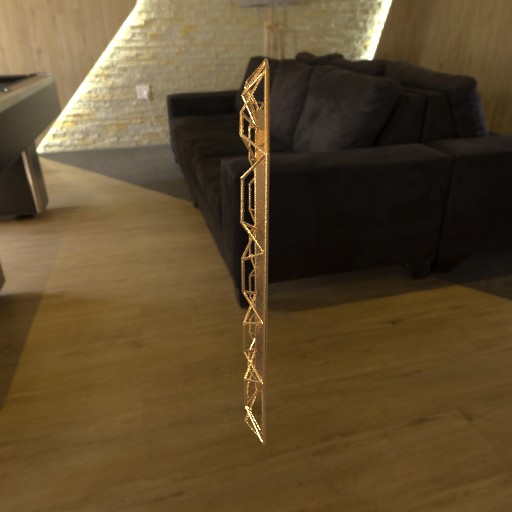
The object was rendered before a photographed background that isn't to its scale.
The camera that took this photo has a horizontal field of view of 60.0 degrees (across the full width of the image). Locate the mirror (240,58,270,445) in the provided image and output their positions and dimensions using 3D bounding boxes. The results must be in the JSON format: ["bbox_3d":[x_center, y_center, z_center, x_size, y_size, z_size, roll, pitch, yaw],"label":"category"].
[{"bbox_3d":[0.000,0.000,1.084,0.051,0.870,0.572,0,27,1],"label":"mirror"}]
